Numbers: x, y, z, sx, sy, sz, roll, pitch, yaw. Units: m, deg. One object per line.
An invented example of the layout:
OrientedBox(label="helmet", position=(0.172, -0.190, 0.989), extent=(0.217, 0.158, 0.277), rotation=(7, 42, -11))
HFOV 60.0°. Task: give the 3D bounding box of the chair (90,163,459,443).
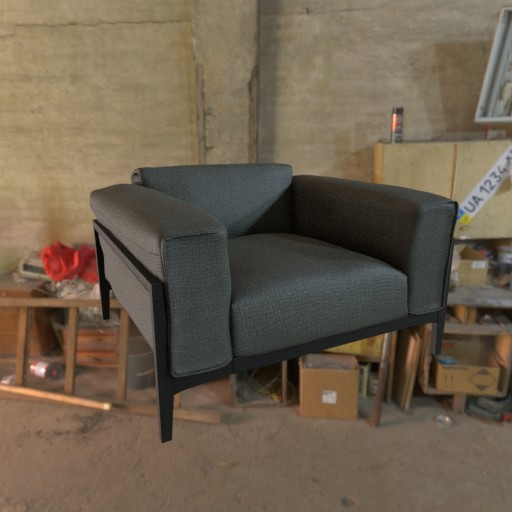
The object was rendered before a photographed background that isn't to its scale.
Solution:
OrientedBox(label="chair", position=(0.000, 0.000, 1.678), extent=(1.056, 0.646, 0.969), rotation=(-8, 17, -27))
